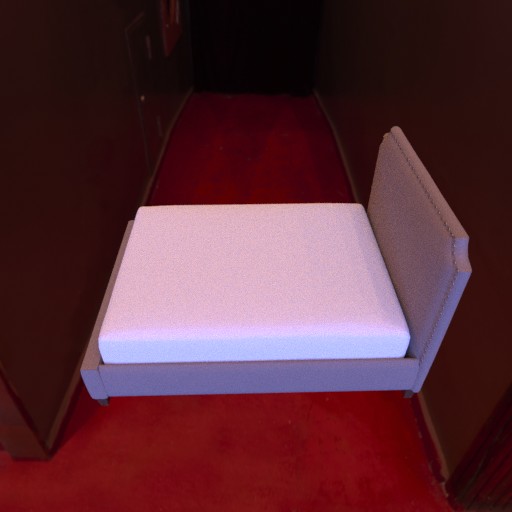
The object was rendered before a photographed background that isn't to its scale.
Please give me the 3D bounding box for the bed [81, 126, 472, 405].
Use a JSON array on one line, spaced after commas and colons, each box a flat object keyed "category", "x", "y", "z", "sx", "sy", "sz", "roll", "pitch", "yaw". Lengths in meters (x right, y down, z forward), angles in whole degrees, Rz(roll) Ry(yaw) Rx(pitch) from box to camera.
[{"category": "bed", "x": 0.000, "y": 0.000, "z": 3.411, "sx": 2.372, "sy": 1.443, "sz": 1.713, "roll": -1, "pitch": 41, "yaw": -1}]
